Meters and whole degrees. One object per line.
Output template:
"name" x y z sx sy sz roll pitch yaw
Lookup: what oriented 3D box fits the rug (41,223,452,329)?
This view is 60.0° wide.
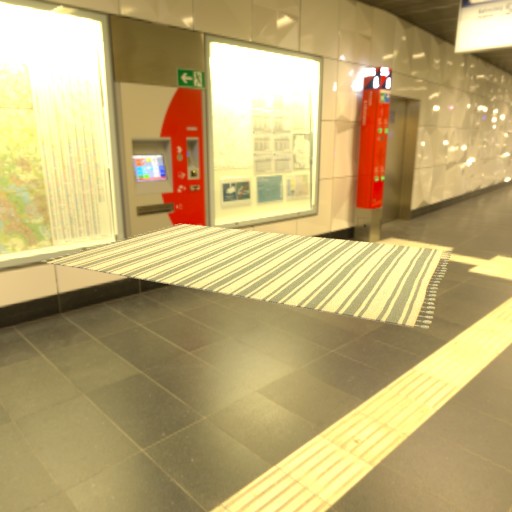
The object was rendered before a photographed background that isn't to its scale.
"rug" 0.000 0.000 3.052 2.410 0.011 1.539 7 16 26
